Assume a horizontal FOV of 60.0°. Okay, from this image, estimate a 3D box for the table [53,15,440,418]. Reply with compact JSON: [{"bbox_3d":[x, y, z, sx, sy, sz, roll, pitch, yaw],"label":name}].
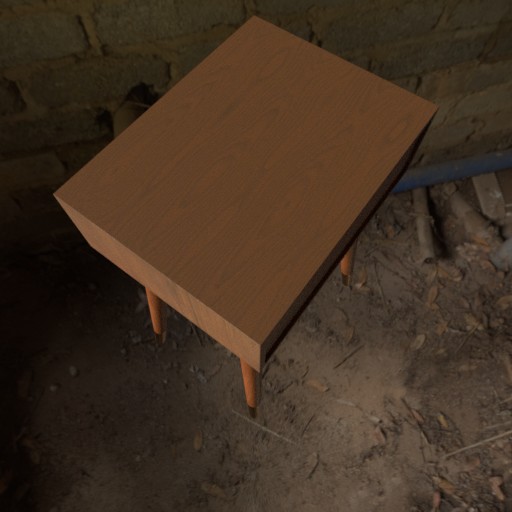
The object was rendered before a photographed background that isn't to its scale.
[{"bbox_3d":[0.000,0.000,0.803,0.300,0.599,0.406,34,69,15],"label":"table"}]
